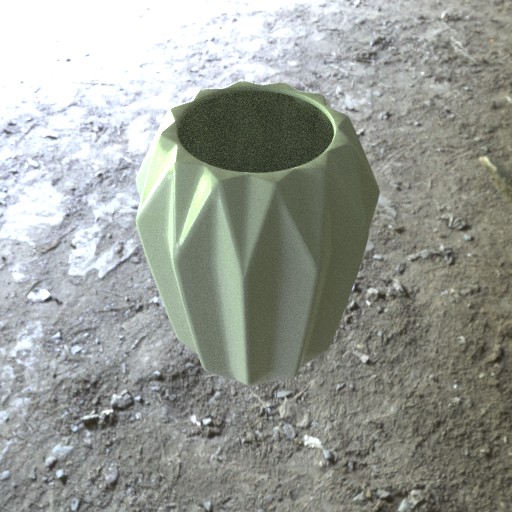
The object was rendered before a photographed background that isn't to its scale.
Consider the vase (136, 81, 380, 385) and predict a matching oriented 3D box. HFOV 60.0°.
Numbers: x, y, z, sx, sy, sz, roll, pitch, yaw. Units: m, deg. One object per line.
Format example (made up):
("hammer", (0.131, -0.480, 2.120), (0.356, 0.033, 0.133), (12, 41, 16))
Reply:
("vase", (0.000, 0.000, 0.412), (0.195, 0.275, 0.195), (0, 48, 0))
